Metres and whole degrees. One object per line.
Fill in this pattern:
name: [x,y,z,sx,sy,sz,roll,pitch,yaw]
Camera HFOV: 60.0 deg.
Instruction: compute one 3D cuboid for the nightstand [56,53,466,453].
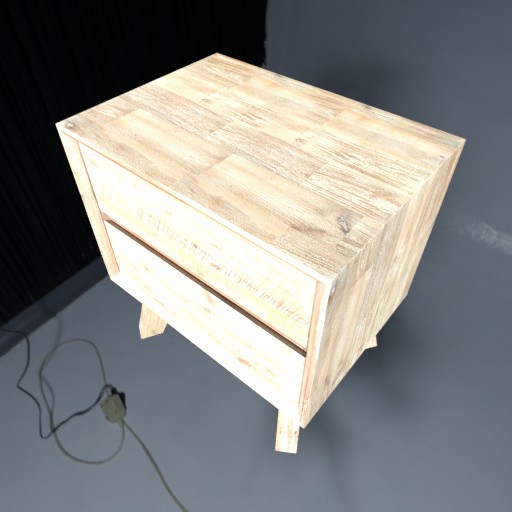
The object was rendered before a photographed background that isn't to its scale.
nightstand: [0.000,0.000,0.942,0.552,0.589,0.396,31,53,27]
